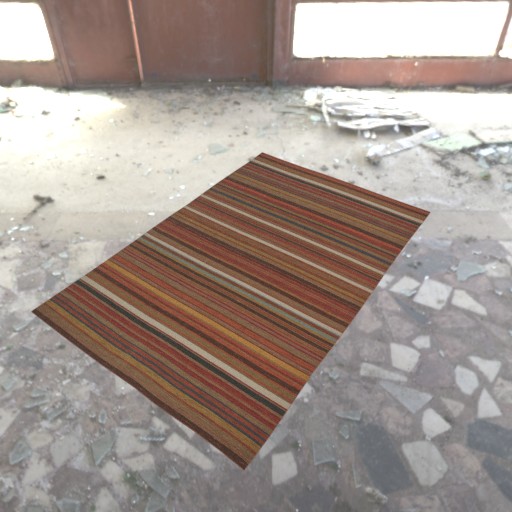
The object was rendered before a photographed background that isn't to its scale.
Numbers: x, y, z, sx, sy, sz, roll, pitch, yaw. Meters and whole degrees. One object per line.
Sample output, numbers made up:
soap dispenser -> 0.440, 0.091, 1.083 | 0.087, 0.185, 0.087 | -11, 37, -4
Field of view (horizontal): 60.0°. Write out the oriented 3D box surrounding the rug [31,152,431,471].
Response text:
rug -> 0.000, 0.000, 2.312 | 1.217, 0.007, 1.828 | 26, 48, 26
